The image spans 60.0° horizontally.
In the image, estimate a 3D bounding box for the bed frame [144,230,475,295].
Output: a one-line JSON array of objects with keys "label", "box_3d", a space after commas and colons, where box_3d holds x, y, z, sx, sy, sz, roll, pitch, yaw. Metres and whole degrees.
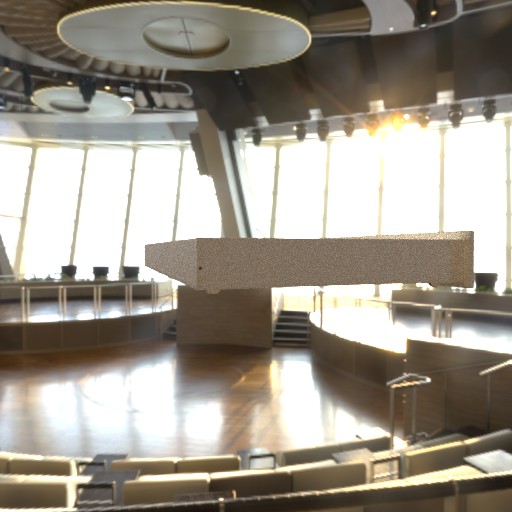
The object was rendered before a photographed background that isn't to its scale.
[{"label": "bed frame", "box_3d": [0.000, 0.000, 1.573, 0.670, 0.141, 1.300, 0, 1, -19]}]
